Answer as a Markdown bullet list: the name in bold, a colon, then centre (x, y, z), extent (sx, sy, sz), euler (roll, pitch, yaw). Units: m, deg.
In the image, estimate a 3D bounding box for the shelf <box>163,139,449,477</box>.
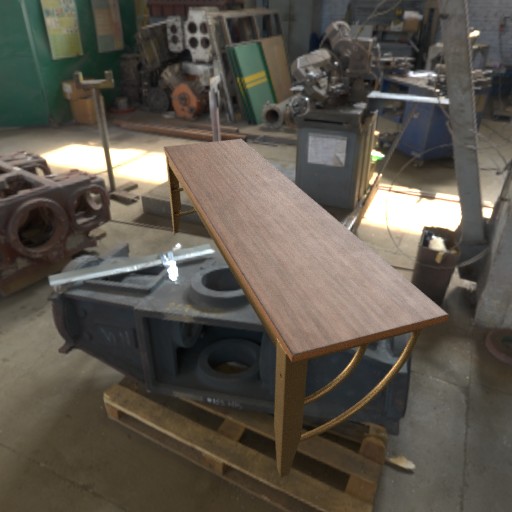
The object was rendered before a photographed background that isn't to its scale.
- **shelf**: centre (0.000, 0.000, 0.708), extent (0.166, 0.190, 0.636), euler (-11, 32, -17)
